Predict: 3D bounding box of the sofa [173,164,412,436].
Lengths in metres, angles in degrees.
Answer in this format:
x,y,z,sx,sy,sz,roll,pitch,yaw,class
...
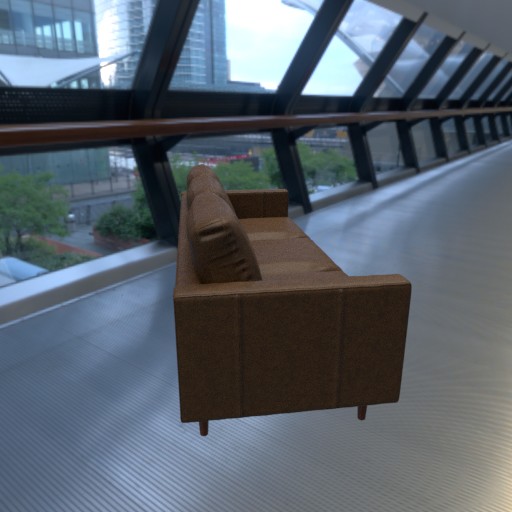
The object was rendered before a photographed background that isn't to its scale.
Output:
x,y,z,sx,sy,sz,roll,pitch,yaw,class
0.000,0.000,2.687,0.903,0.930,2.231,-3,18,-8,sofa
